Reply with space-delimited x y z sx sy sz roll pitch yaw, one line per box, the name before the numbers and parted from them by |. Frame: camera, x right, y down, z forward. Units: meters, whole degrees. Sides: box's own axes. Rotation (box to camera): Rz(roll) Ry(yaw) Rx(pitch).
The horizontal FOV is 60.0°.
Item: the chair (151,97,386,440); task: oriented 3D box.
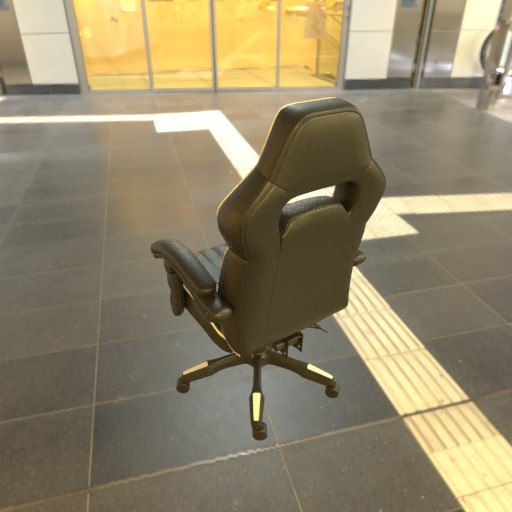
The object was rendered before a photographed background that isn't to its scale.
chair | 0.000 0.000 1.650 0.676 1.200 0.700 -19 35 -29
